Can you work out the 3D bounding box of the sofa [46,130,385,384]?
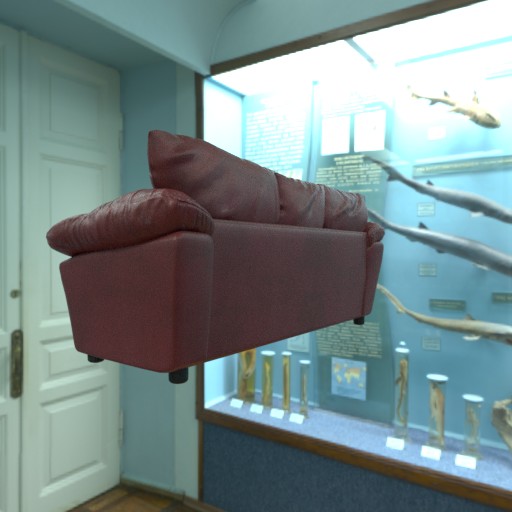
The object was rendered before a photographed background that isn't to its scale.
[{"bbox_3d":[0.000,0.000,2.853,0.907,1.091,2.390,0,1,37],"label":"sofa"}]
